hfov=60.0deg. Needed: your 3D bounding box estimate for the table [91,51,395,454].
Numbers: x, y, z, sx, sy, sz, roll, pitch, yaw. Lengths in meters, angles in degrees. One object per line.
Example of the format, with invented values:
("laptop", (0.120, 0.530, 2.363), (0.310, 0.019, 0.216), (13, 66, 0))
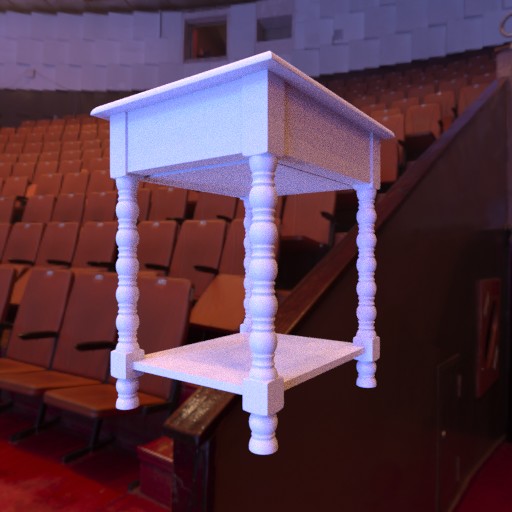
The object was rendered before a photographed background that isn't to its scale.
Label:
("table", (0.000, 0.000, 0.848), (0.381, 0.531, 0.460), (0, 0, 36))
